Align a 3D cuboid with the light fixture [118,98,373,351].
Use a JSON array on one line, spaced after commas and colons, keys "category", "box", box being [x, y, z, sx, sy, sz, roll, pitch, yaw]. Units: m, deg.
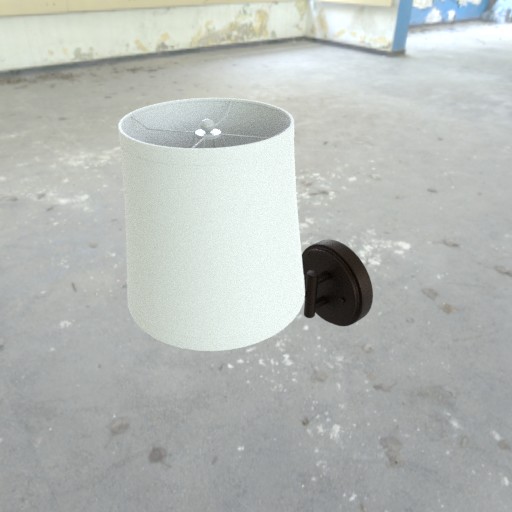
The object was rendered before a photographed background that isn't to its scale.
[{"category": "light fixture", "box": [0.000, 0.000, 0.264, 0.157, 0.172, 0.100, -23, 40, -31]}]
